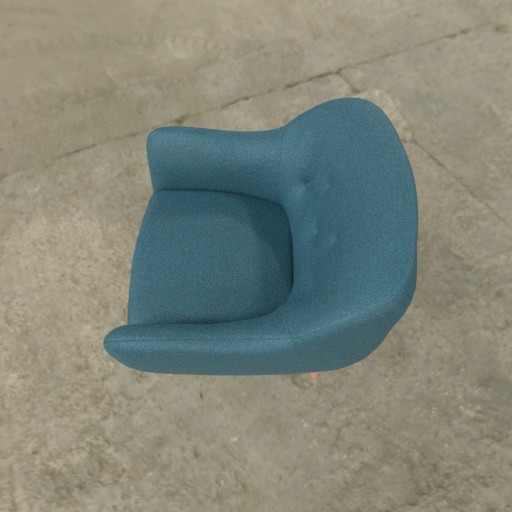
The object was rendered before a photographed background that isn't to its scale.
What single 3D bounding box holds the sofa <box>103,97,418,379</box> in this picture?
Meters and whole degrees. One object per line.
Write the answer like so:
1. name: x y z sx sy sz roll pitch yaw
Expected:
1. sofa: 0.000 0.000 1.492 0.825 0.817 0.836 1 57 1
